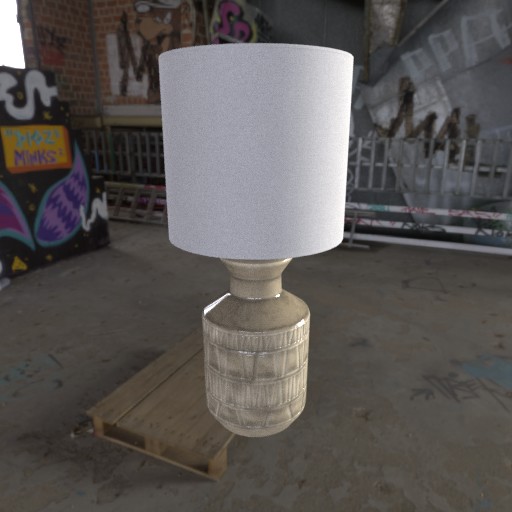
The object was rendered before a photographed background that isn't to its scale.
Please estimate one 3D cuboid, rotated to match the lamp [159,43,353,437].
[{"bbox_3d":[0.000,0.000,0.556,0.211,0.455,0.211,16,23,42],"label":"lamp"}]
